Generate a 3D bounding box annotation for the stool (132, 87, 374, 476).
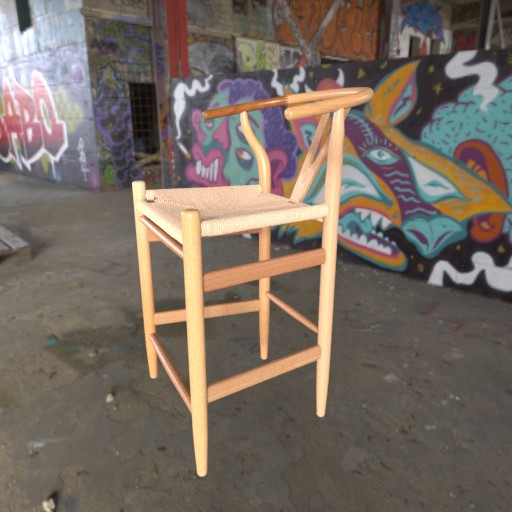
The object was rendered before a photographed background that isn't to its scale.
[{"bbox_3d":[0.000,0.000,1.282,0.575,0.923,0.536,-8,19,-25],"label":"stool"}]
